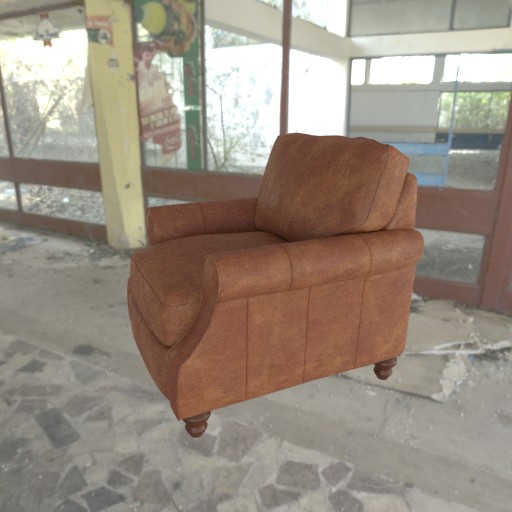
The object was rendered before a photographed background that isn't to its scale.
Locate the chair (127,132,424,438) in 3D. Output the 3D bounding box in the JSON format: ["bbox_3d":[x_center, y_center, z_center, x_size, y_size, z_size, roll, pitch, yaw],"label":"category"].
[{"bbox_3d":[0.000,0.000,1.827,0.986,0.962,0.983,-8,19,-24],"label":"chair"}]
